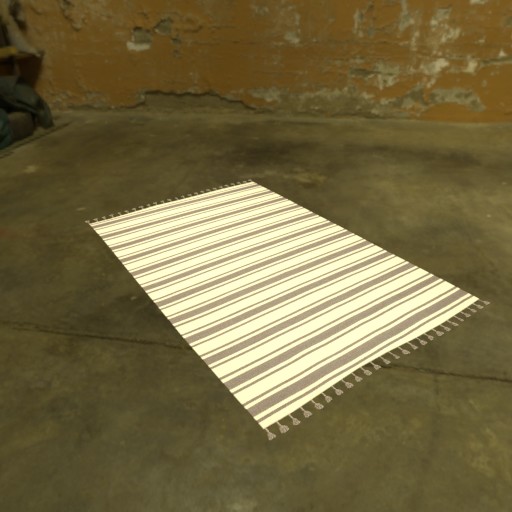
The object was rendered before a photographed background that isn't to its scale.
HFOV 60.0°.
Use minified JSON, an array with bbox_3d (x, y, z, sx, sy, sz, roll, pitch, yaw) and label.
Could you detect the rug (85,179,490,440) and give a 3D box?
[{"bbox_3d":[0.000,0.000,2.974,1.563,0.014,2.425,-20,36,-30],"label":"rug"}]
